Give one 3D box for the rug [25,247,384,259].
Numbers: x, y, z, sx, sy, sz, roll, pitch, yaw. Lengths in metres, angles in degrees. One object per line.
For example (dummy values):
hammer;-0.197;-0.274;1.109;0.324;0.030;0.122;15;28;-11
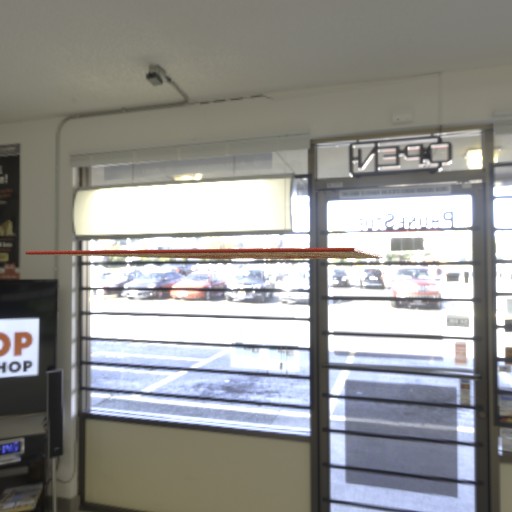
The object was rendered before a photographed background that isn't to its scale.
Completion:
rug;0.000;0.000;2.301;1.194;0.013;1.802;0;-1;19
